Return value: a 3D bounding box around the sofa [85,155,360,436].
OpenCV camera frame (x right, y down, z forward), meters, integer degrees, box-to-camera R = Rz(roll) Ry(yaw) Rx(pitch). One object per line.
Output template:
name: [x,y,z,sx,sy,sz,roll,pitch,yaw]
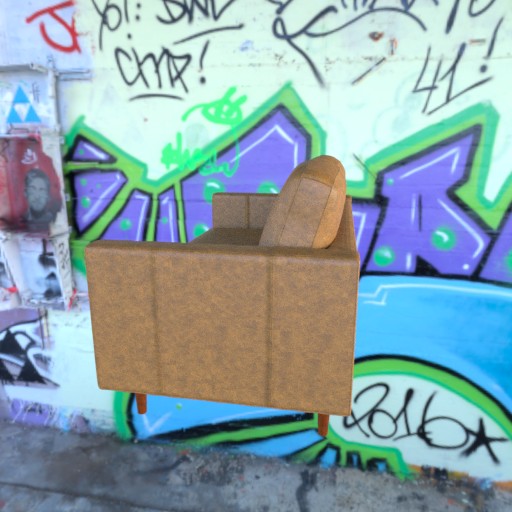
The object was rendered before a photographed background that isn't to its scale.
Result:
sofa: [0.000,0.000,2.148,0.909,0.951,1.578,3,15,10]
